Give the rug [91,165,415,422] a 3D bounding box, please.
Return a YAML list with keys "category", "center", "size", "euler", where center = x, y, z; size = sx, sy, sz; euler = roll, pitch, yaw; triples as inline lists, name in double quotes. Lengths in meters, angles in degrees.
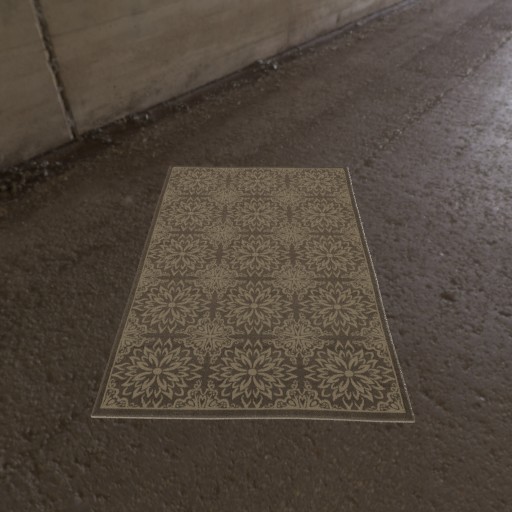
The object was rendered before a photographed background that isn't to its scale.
- category: "rug"
  center: [0.000, 0.000, 3.500]
  size: [1.819, 0.018, 2.746]
  euler: [1, 42, 1]
